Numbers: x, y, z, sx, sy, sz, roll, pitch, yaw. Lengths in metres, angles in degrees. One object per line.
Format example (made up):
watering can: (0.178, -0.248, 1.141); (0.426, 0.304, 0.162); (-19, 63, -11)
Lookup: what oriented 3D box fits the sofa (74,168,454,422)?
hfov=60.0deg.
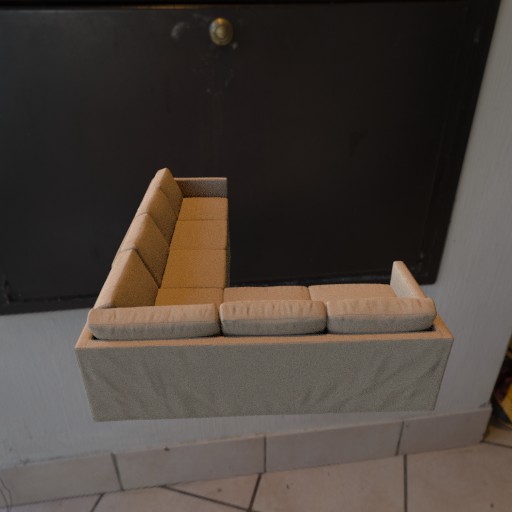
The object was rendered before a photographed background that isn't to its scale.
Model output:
sofa: (0.000, 0.000, 4.289); (2.432, 0.871, 3.182); (-1, 29, -2)
